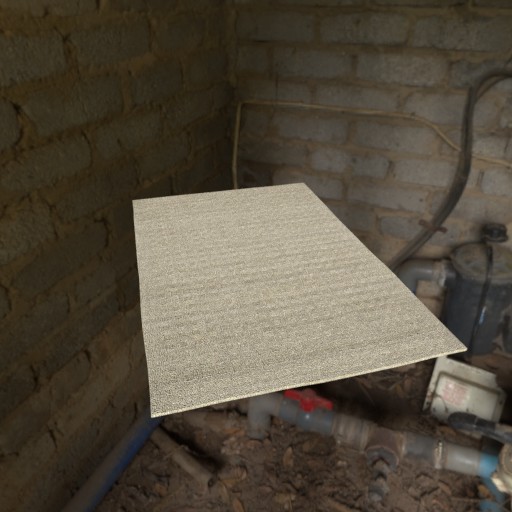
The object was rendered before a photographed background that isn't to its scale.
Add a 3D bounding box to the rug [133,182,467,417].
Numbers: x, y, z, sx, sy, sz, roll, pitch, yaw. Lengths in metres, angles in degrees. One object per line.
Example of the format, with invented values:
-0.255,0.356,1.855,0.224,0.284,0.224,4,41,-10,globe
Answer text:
0.000,0.000,2.948,1.532,0.018,2.297,-8,32,-13,rug
